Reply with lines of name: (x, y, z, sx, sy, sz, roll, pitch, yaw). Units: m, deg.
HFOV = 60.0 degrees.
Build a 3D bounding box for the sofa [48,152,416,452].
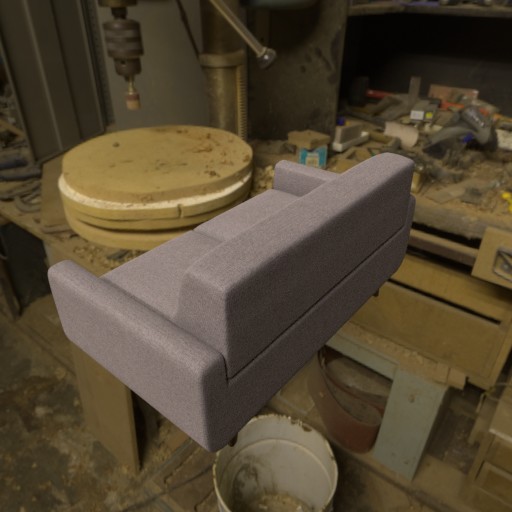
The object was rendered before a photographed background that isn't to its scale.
sofa: (0.000, 0.000, 2.160, 0.909, 0.841, 1.631, 24, 39, 32)
